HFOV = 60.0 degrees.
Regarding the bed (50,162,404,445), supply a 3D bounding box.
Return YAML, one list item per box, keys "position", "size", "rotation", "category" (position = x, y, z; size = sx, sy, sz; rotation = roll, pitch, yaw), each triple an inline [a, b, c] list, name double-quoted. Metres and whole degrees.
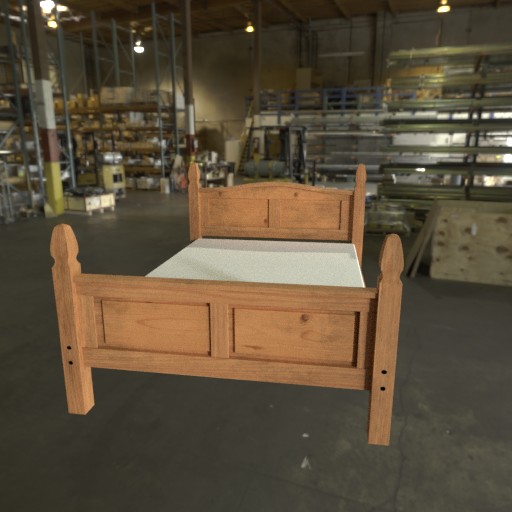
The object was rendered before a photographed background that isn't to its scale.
- position: [0.000, 0.000, 2.863]
  size: [1.490, 1.100, 2.069]
  rotation: [2, 14, 9]
  category: "bed"
